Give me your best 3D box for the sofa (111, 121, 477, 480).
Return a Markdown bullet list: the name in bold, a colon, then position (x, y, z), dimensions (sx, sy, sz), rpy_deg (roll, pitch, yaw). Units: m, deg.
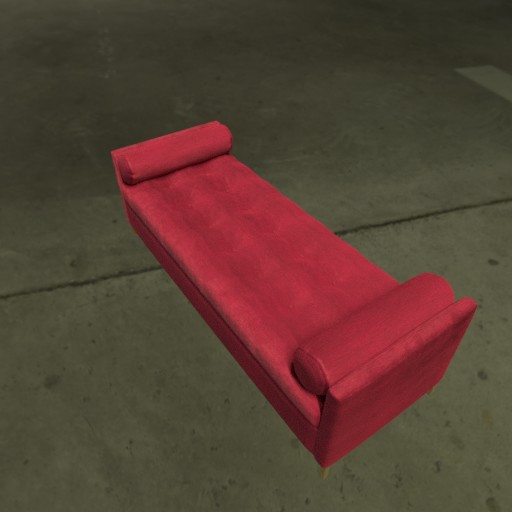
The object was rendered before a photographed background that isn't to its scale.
- **sofa**: position (0.000, 0.000, 2.465), dimensions (0.796, 0.705, 2.102), rpy_deg (-25, 47, -25)
